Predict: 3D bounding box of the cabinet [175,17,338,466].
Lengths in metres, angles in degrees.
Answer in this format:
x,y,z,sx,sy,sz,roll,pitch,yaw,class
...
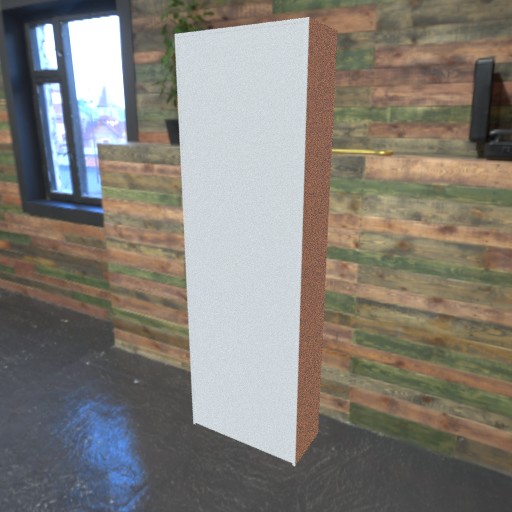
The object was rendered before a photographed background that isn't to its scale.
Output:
x,y,z,sx,sy,sz,roll,pitch,yaw,class
0.000,0.000,1.785,0.520,1.630,0.255,10,19,29,cabinet
